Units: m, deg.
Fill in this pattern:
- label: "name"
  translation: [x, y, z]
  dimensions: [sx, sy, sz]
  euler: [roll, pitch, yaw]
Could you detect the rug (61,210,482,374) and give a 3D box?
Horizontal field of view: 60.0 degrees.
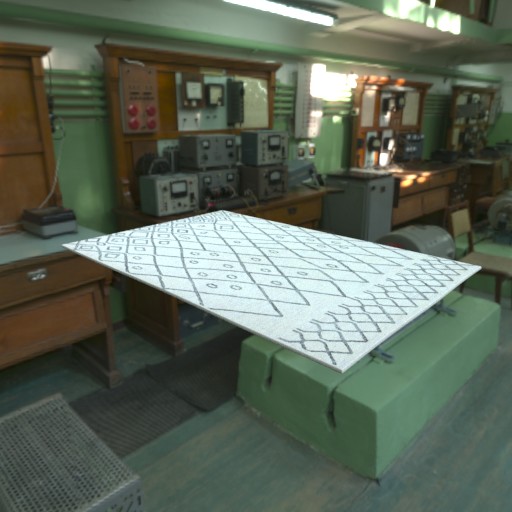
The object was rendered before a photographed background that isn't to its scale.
- label: "rug"
  translation: [0.000, 0.000, 2.294]
  dimensions: [1.828, 0.015, 1.222]
  euler: [16, 24, 41]
